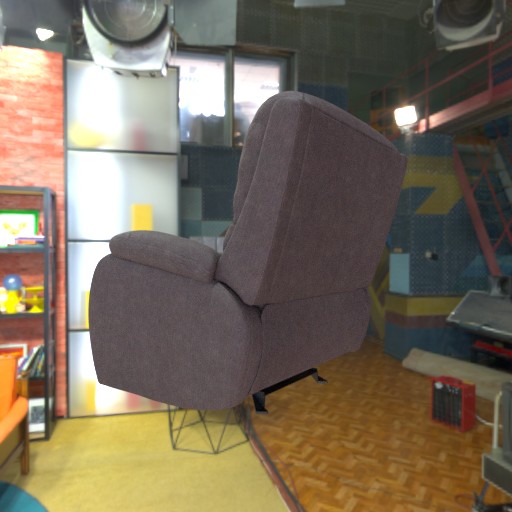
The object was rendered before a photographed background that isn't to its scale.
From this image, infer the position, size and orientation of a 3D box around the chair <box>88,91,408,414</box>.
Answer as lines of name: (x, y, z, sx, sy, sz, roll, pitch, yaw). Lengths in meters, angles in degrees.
chair: (0.000, 0.000, 1.708, 0.899, 1.011, 0.930, 0, 1, 36)
